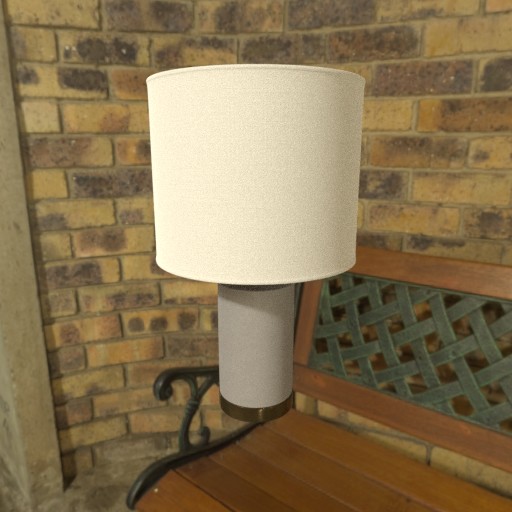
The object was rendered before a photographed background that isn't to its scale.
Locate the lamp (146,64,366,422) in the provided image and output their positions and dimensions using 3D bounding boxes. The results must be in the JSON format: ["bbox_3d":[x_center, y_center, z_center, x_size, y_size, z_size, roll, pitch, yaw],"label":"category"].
[{"bbox_3d":[0.000,0.000,0.520,0.229,0.380,0.229,0,14,0],"label":"lamp"}]
